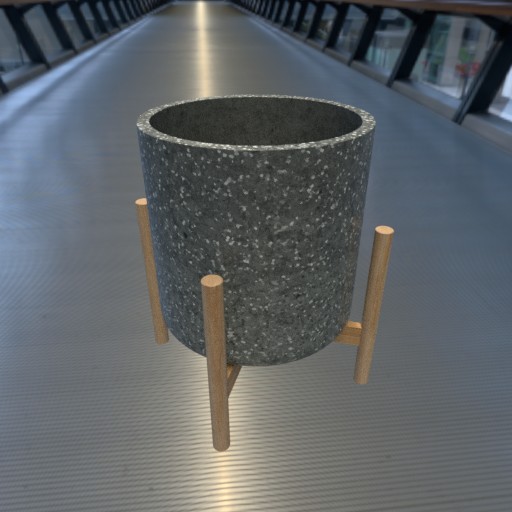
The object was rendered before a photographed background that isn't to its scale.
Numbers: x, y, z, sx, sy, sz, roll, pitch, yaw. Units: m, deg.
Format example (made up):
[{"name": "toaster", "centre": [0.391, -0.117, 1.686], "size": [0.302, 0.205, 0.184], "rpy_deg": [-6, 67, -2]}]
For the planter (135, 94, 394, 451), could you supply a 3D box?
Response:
[{"name": "planter", "centre": [0.000, 0.000, 0.680], "size": [0.360, 0.419, 0.360], "rpy_deg": [21, 36, 32]}]
